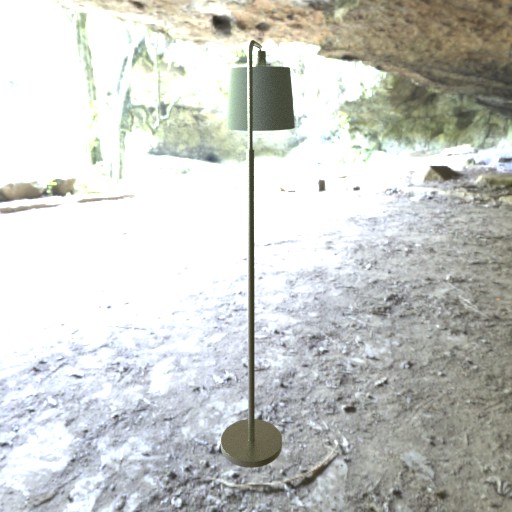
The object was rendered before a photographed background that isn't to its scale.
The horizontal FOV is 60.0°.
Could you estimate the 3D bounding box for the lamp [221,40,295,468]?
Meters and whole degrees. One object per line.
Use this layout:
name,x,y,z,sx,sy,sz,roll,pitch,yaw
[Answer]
lamp,0.000,0.000,1.660,0.254,1.478,0.508,2,17,7
